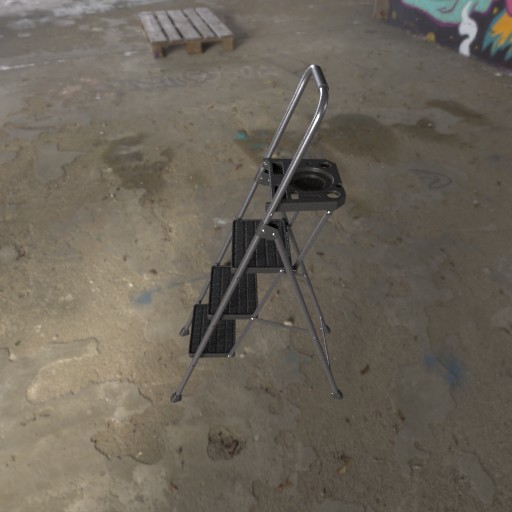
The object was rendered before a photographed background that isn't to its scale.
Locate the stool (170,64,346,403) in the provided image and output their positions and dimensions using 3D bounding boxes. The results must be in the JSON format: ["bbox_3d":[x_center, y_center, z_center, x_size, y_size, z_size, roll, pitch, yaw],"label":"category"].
[{"bbox_3d":[0.000,0.000,1.600,0.733,1.277,0.396,-1,41,-1],"label":"stool"}]
